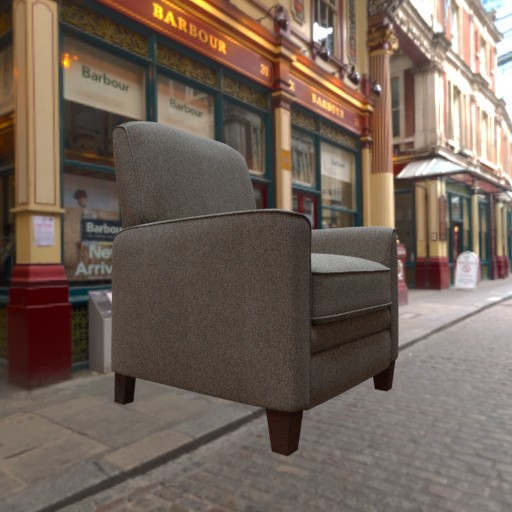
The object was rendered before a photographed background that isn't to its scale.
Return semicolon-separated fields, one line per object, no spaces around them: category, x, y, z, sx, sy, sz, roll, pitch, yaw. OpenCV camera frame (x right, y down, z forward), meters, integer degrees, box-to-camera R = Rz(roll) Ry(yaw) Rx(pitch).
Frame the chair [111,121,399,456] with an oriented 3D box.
chair;0.000;0.000;1.649;0.858;1.028;0.841;0;-1;37
